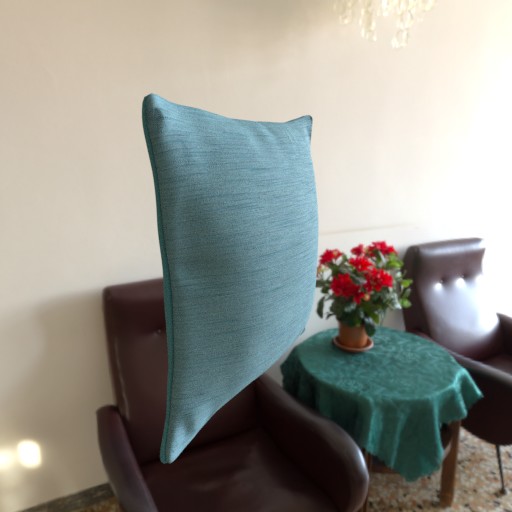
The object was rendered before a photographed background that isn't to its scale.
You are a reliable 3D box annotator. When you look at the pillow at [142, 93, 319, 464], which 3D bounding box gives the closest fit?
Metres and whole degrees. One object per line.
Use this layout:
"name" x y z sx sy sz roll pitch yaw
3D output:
"pillow" 0.000 0.000 0.650 0.151 0.415 0.433 7 16 27
